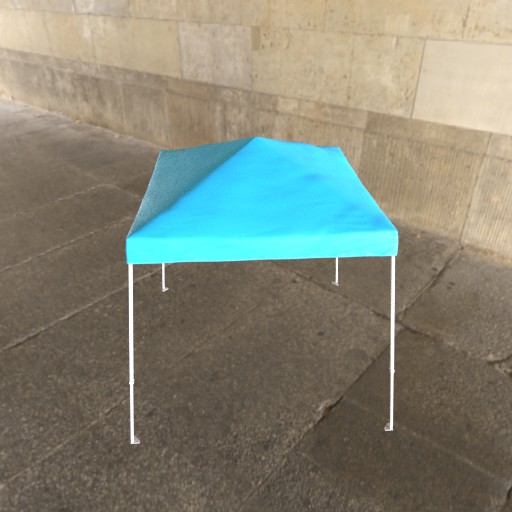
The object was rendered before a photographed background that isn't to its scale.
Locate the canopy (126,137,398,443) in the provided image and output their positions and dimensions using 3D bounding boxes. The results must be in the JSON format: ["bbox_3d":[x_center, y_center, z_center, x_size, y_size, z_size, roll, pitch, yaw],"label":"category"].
[{"bbox_3d":[0.000,0.000,5.267,2.849,2.849,2.848,-2,32,-3],"label":"canopy"}]
